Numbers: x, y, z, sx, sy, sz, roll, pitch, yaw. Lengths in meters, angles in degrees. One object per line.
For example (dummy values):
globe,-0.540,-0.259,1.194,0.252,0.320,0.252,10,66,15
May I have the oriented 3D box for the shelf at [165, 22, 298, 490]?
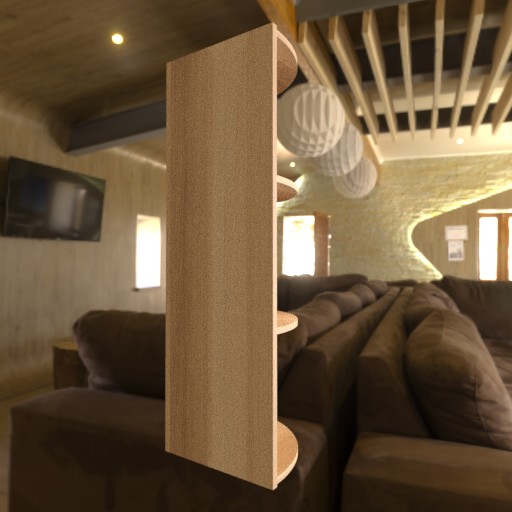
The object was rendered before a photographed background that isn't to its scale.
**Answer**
shelf,0.000,0.000,1.028,0.290,0.872,0.290,-1,-1,36
